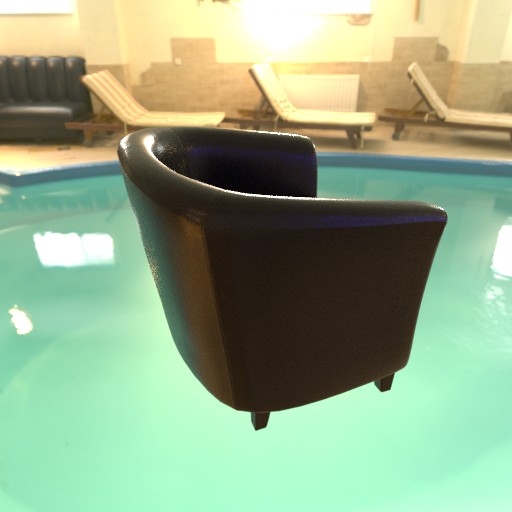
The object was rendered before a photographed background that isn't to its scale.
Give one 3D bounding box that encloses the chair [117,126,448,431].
[{"bbox_3d":[0.000,0.000,1.382,0.727,0.756,0.793,-10,31,-18],"label":"chair"}]
